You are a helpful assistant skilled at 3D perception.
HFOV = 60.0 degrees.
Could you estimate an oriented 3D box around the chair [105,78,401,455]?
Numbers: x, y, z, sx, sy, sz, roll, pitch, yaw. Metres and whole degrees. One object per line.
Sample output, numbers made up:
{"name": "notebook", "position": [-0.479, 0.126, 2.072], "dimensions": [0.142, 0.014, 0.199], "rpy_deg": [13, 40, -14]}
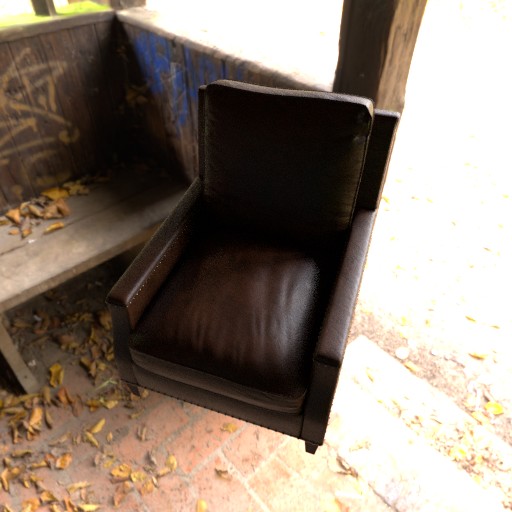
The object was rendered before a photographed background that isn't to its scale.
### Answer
{"name": "chair", "position": [0.000, 0.000, 1.783], "dimensions": [0.854, 1.054, 1.035], "rpy_deg": [13, 44, 14]}
